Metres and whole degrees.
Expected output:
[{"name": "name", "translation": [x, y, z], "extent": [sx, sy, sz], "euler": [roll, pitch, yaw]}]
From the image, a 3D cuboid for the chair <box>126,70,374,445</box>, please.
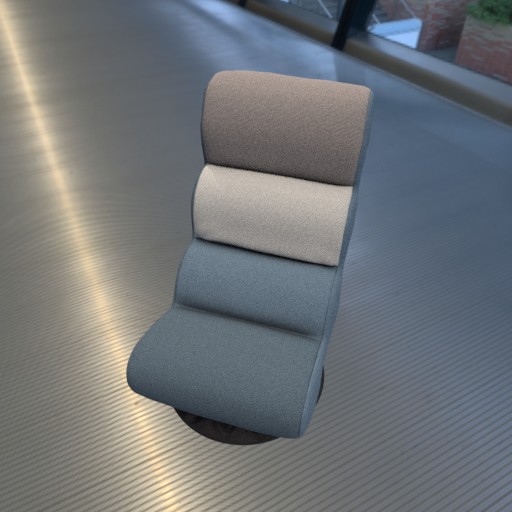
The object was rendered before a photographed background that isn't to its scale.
[{"name": "chair", "translation": [0.000, 0.000, 1.046], "extent": [0.420, 0.641, 0.661], "euler": [11, 42, 13]}]
